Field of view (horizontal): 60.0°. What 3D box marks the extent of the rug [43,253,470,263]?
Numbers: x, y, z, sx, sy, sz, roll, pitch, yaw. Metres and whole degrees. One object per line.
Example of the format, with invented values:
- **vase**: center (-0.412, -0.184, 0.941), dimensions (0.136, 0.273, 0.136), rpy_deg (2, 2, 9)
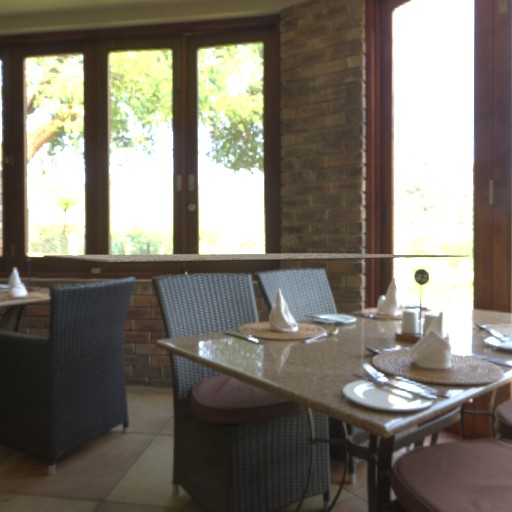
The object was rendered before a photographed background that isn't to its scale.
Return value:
- **rug**: center (0.000, 0.000, 2.284), dimensions (1.829, 0.008, 1.219), rpy_deg (-1, 1, -33)
